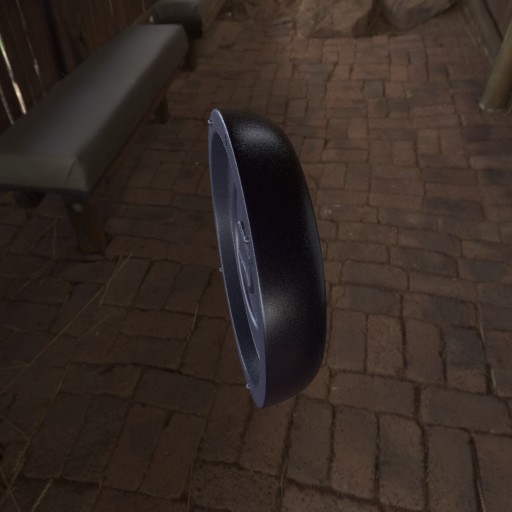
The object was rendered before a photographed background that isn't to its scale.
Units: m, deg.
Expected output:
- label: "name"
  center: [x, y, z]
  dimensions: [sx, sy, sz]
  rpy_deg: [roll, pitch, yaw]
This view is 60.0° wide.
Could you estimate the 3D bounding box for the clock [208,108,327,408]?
- label: "clock"
  center: [0.000, 0.000, 0.466]
  dimensions: [0.060, 0.300, 0.300]
  rpy_deg: [-9, 45, -9]
